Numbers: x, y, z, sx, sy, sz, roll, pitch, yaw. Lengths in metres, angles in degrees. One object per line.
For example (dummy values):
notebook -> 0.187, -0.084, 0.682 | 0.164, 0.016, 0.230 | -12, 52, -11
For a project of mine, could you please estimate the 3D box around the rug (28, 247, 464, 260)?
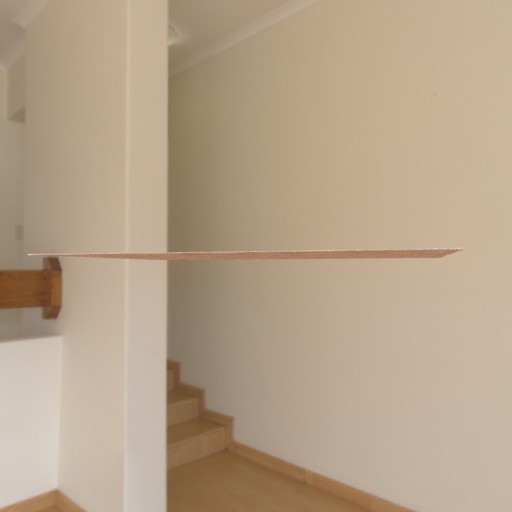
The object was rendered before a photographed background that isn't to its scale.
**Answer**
rug -> 0.000, 0.000, 3.039 | 2.440, 0.012, 1.522 | -1, -2, 19
